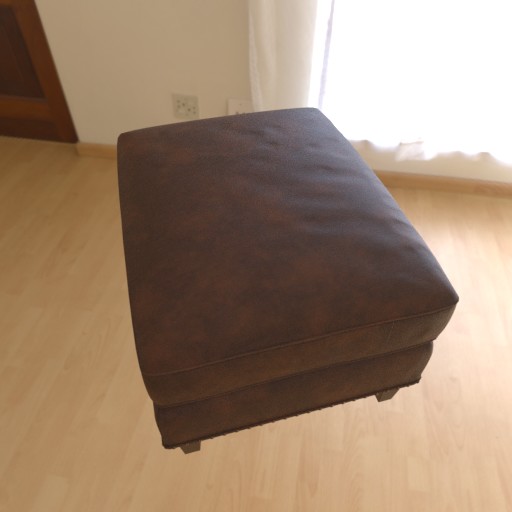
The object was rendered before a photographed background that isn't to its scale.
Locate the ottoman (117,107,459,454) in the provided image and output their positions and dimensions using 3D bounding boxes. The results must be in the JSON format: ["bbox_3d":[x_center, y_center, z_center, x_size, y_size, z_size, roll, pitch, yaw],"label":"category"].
[{"bbox_3d":[0.000,0.000,1.100,0.586,0.486,0.742,-11,47,-10],"label":"ottoman"}]
